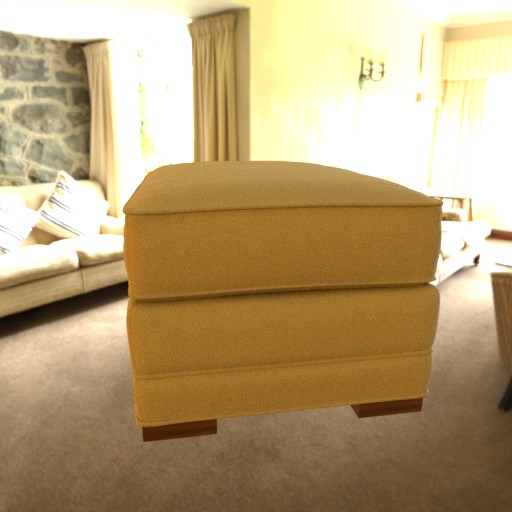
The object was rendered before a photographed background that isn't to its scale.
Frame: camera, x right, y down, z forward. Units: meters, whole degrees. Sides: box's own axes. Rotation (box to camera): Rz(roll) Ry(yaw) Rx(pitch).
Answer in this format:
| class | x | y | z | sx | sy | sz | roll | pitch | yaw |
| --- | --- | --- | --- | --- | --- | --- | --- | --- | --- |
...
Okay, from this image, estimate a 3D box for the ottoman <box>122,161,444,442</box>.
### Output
| class | x | y | z | sx | sy | sz | roll | pitch | yaw |
| --- | --- | --- | --- | --- | --- | --- | --- | --- | --- |
| ottoman | 0.000 | 0.000 | 1.192 | 0.611 | 0.482 | 0.848 | -3 | 16 | -9 |
